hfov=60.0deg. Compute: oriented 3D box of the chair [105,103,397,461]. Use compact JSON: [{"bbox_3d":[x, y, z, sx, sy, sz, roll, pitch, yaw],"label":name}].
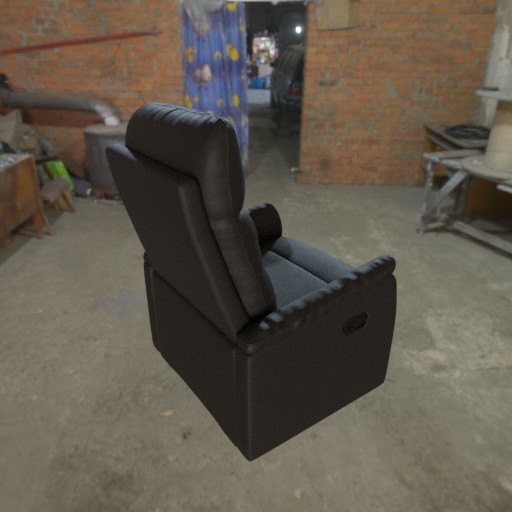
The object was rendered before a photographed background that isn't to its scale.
[{"bbox_3d":[0.000,0.000,1.627,0.831,1.082,0.775,-17,30,-31],"label":"chair"}]
